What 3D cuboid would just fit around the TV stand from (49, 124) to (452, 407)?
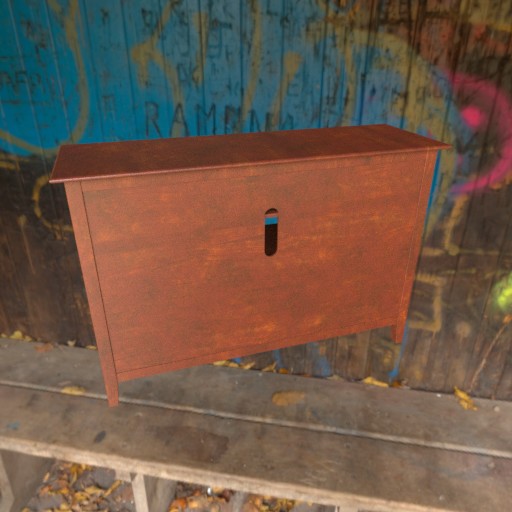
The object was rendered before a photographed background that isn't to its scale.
[{"bbox_3d":[0.000,0.000,1.834,1.372,0.915,0.445,-8,28,-16],"label":"TV stand"}]
